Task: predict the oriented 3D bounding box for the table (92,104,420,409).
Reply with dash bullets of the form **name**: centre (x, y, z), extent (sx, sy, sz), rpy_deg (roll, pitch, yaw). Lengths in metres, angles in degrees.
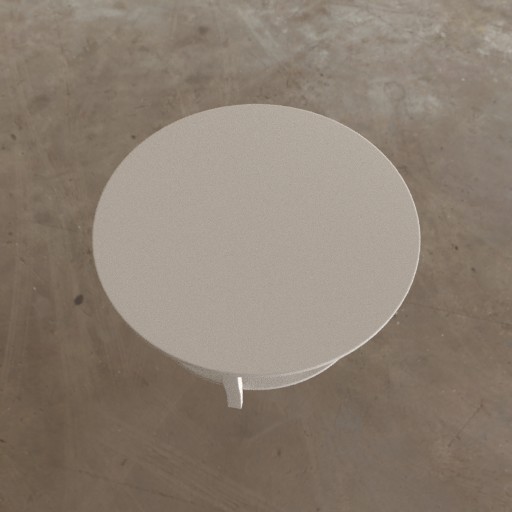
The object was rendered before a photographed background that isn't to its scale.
- **table**: centre (0.000, 0.000, 1.443), extent (0.910, 0.457, 0.910), rpy_deg (0, 59, 0)
